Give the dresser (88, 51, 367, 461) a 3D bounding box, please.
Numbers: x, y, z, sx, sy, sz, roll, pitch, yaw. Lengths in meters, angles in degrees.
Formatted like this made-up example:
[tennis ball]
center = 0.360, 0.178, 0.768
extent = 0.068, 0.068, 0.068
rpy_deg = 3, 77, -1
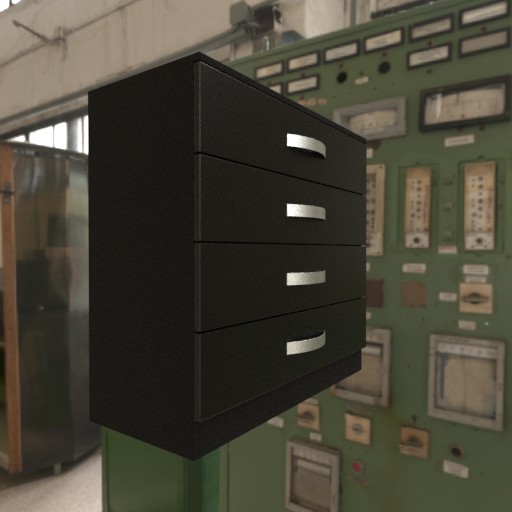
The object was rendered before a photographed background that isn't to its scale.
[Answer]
[dresser]
center = 0.000, 0.000, 1.166
extent = 0.360, 0.720, 0.750
rpy_deg = 0, 1, 36
